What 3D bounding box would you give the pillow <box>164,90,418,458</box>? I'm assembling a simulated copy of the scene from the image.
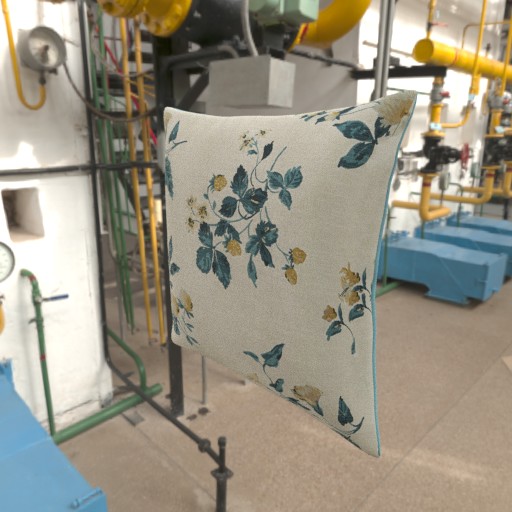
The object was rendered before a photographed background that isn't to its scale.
[{"bbox_3d":[0.000,0.000,0.762,0.166,0.507,0.526,-15,21,-42],"label":"pillow"}]
